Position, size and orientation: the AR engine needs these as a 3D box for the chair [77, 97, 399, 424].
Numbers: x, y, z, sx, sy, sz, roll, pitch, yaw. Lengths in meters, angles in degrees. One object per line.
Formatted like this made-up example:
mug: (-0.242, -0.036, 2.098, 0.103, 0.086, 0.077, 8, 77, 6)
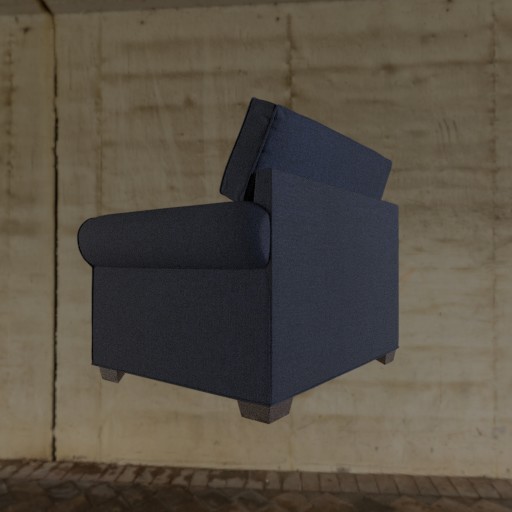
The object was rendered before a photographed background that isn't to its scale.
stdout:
chair: (0.000, 0.000, 2.057, 0.963, 1.044, 1.285, 0, -1, 37)
